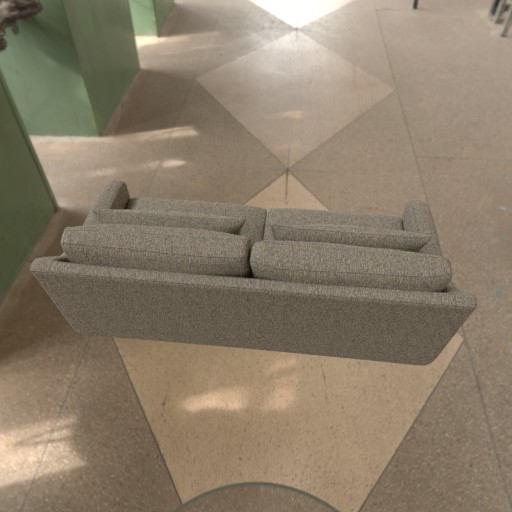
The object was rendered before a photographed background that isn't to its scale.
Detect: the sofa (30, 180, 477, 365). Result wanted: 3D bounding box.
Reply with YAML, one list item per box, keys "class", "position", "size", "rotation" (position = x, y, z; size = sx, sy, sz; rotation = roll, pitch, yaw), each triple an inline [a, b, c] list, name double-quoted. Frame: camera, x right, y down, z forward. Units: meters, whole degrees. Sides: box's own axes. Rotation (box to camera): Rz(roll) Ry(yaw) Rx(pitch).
- class: "sofa"
  position: [0.000, 0.000, 2.958]
  size: [2.418, 0.998, 1.103]
  rotation: [4, 47, 4]
